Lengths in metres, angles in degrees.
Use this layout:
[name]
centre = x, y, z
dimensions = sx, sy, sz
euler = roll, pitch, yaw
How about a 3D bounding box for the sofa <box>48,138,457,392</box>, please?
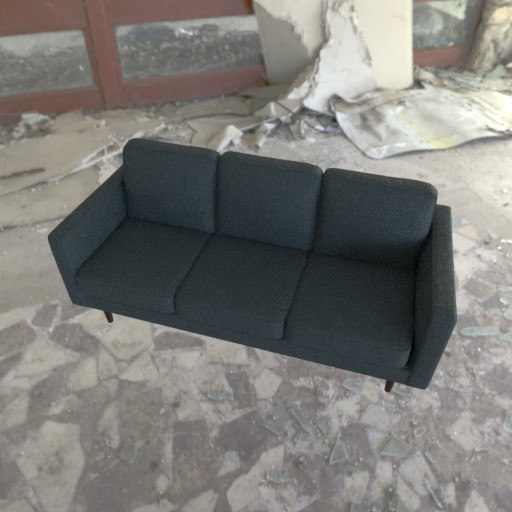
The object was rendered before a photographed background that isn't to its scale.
[sofa]
centre = 0.000, 0.000, 2.525
dimensions = 2.013, 0.945, 0.935
euler = 11, 42, 13
